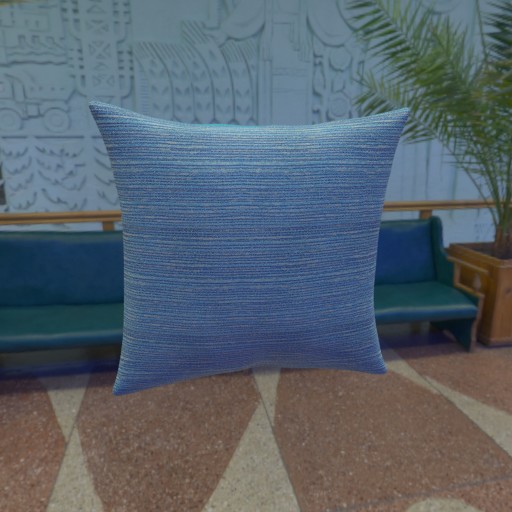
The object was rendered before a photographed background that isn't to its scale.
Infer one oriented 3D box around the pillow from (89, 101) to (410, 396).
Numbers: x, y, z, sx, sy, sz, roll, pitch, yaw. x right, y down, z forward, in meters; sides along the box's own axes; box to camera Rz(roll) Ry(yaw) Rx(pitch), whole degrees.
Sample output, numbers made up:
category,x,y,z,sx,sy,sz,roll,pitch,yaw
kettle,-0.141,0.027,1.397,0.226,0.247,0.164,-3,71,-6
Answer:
category,x,y,z,sx,sy,sz,roll,pitch,yaw
pillow,0.000,0.000,0.761,0.514,0.497,0.150,-2,16,-9
